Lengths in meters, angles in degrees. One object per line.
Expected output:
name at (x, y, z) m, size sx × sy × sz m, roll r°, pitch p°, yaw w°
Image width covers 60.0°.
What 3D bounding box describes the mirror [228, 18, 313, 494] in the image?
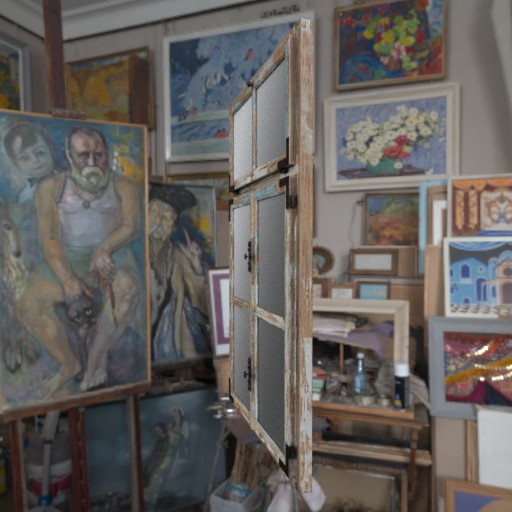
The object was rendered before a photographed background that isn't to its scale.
mirror at (0.000, 0.000, 1.465) m, size 0.083 × 1.213 × 0.707 m, roll 0°, pitch 1°, yaw -17°
